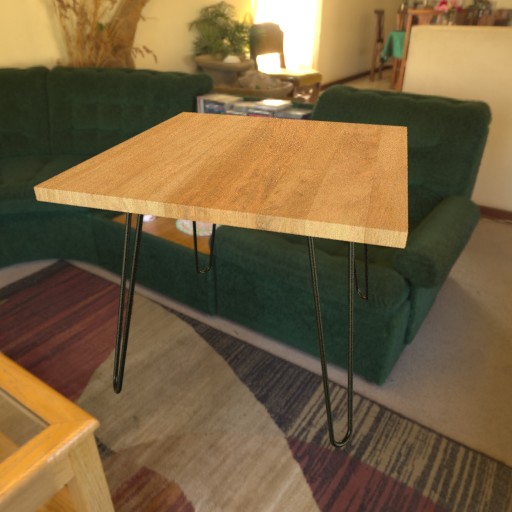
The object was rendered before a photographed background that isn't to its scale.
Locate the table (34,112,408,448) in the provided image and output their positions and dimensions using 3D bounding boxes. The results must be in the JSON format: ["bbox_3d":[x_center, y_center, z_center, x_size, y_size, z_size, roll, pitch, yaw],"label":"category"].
[{"bbox_3d":[0.000,0.000,1.038,0.599,0.500,0.599,8,31,14],"label":"table"}]
